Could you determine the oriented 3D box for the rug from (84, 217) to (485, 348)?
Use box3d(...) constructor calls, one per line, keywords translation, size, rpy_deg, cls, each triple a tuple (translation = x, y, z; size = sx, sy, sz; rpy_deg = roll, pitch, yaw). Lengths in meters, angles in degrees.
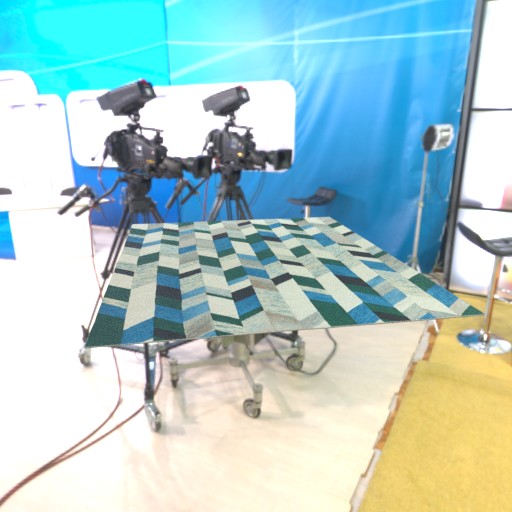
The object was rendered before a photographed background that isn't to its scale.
box3d(translation=(0.000, 0.000, 4.017), size=(2.440, 0.008, 3.036), rpy_deg=(-3, 17, -10), cls="rug")
